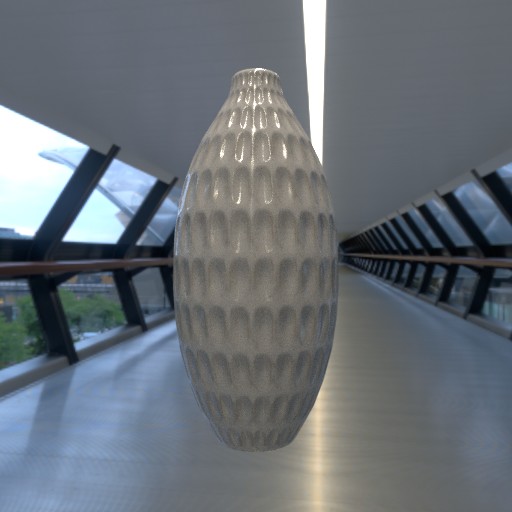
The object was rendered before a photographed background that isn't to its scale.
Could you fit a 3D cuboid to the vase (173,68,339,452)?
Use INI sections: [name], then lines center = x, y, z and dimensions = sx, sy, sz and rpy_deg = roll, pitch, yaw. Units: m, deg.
[vase]
center = 0.000, 0.000, 0.348
dimensions = 0.127, 0.282, 0.127
rpy_deg = 0, -1, 0
